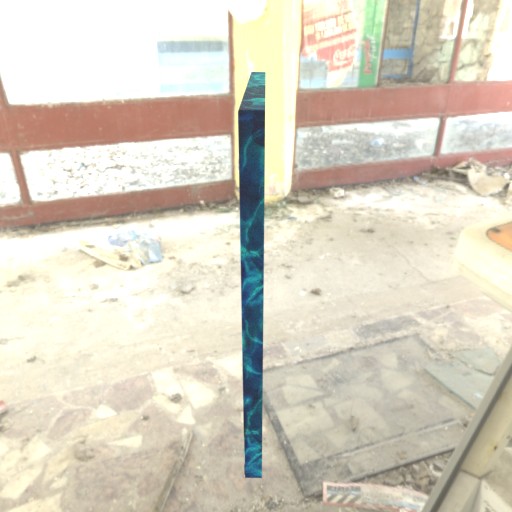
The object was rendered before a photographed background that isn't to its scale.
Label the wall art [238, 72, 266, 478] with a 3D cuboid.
[{"bbox_3d":[0.000,0.000,1.050,0.038,0.760,0.609,1,27,1],"label":"wall art"}]
